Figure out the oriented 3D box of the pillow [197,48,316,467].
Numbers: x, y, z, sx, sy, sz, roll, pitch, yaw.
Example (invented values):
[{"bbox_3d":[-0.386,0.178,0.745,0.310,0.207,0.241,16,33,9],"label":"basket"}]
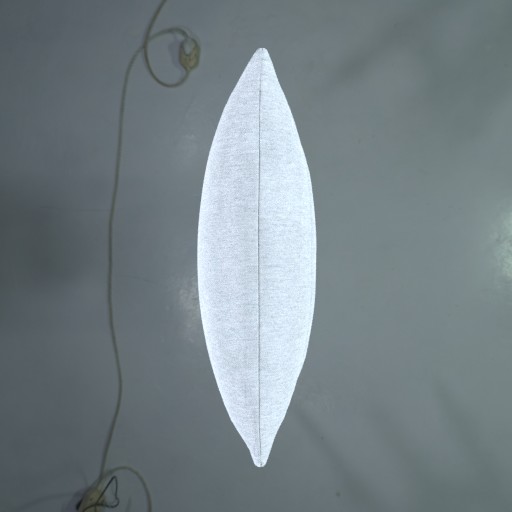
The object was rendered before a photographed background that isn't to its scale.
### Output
[{"bbox_3d":[0.000,0.000,0.672,0.173,0.436,0.433,0,91,1],"label":"pillow"}]
